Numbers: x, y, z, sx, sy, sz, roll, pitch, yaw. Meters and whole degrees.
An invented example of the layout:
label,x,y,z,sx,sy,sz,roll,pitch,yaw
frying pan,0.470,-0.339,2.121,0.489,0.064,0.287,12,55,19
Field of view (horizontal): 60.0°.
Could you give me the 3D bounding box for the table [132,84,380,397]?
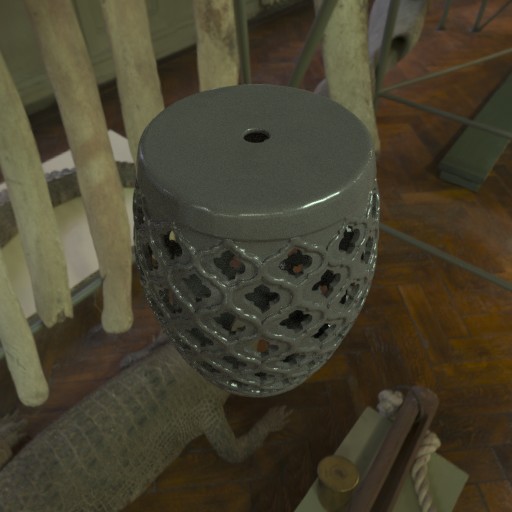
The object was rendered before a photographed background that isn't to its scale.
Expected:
label,x,y,z,sx,sy,sz,roll,pitch,yaw
table,0.000,0.000,0.630,0.325,0.388,0.325,0,46,0
